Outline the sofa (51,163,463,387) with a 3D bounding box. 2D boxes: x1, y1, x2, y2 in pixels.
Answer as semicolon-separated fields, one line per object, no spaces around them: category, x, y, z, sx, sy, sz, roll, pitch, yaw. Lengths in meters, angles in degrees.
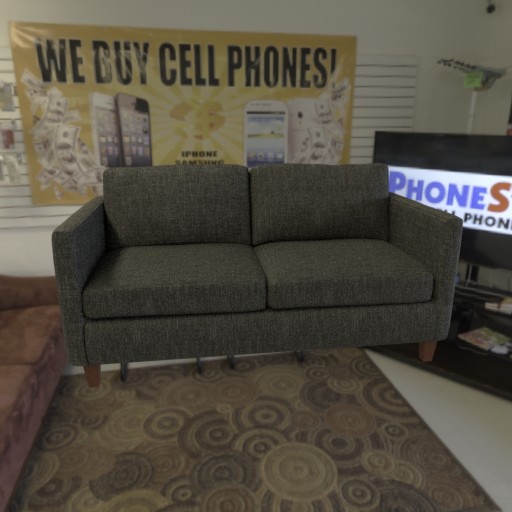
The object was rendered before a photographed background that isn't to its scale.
sofa;0.000;0.000;2.460;1.884;0.963;0.950;-2;17;-8
